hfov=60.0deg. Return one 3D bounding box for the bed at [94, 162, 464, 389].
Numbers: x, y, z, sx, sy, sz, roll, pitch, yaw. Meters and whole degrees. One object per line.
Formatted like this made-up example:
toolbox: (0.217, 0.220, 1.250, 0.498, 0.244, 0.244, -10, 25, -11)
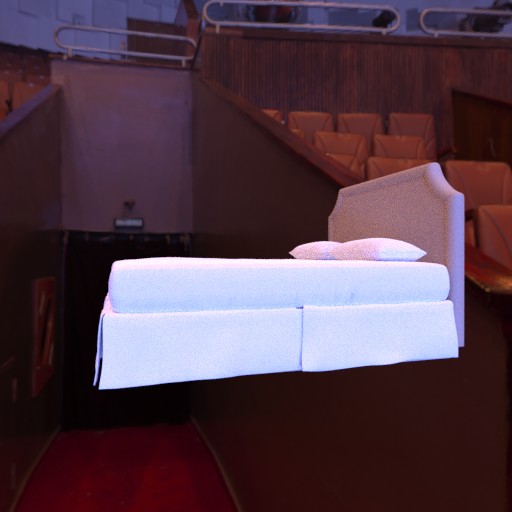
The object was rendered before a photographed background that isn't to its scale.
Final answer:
bed: (0.000, 0.000, 4.122, 2.773, 1.590, 2.350, 0, 0, -17)
